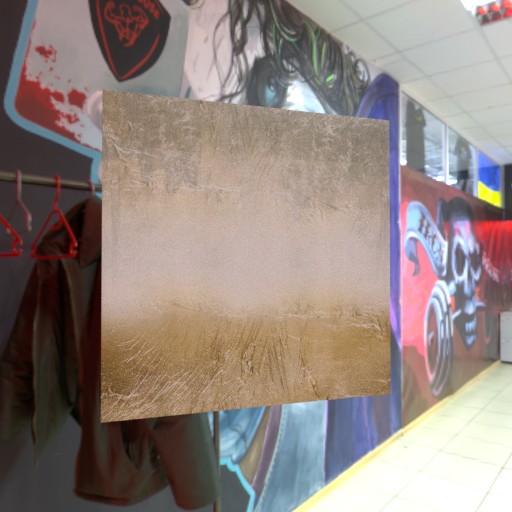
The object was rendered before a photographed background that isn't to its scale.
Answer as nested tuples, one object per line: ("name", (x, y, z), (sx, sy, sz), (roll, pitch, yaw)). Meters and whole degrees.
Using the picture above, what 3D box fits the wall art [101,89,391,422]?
("wall art", (0.000, 0.000, 0.618), (0.405, 0.407, 0.038), (0, -1, -17))
